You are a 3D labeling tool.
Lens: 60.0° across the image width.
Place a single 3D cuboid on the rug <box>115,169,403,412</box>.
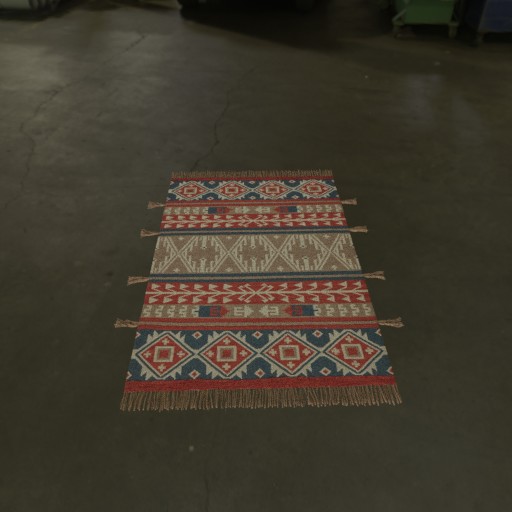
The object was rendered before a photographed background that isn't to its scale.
[{"bbox_3d":[0.000,0.000,3.230,1.778,0.048,2.450,-1,41,-1],"label":"rug"}]
